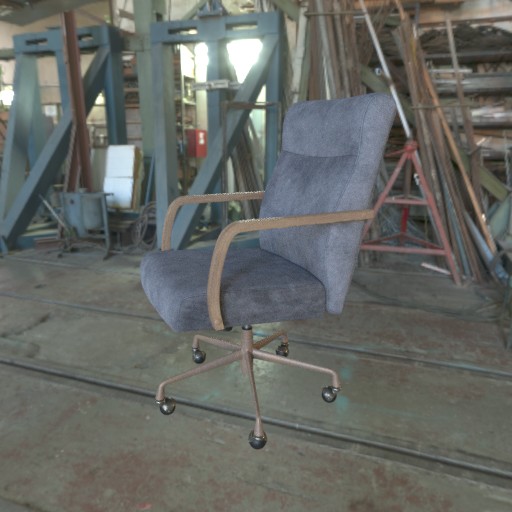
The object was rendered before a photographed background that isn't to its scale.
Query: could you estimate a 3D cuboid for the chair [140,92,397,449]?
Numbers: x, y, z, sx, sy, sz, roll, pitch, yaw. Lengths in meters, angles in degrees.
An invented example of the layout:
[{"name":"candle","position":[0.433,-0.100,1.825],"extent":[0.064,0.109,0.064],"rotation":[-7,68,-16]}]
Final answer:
[{"name":"chair","position":[0.000,0.000,1.495],"extent":[0.741,1.029,0.640],"rotation":[-7,17,-24]}]
